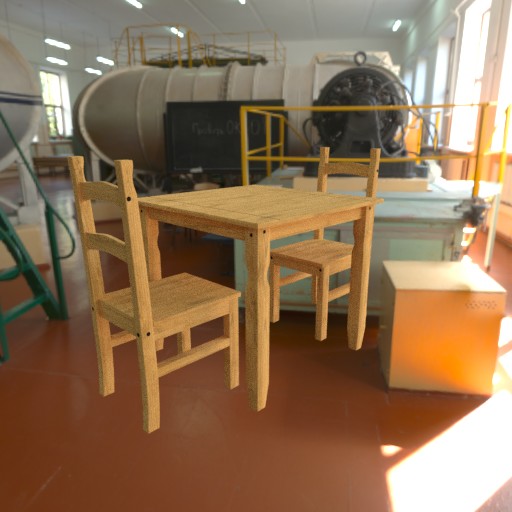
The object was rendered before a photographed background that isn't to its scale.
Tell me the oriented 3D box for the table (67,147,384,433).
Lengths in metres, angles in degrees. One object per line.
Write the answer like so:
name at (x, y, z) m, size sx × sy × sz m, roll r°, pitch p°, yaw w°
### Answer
table at (0.000, 0.000, 2.056) m, size 0.813 × 0.942 × 1.501 m, roll 15°, pitch 21°, yaw 42°
